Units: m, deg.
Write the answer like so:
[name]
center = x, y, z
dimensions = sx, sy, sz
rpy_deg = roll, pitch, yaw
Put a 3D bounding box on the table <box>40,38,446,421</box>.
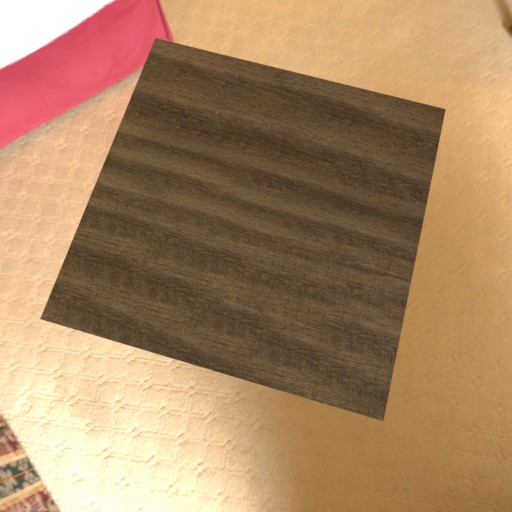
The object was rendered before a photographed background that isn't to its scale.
[table]
center = 0.000, 0.000, 0.970
dimensions = 0.506, 0.587, 0.504
rpy_deg = 15, 76, 4
